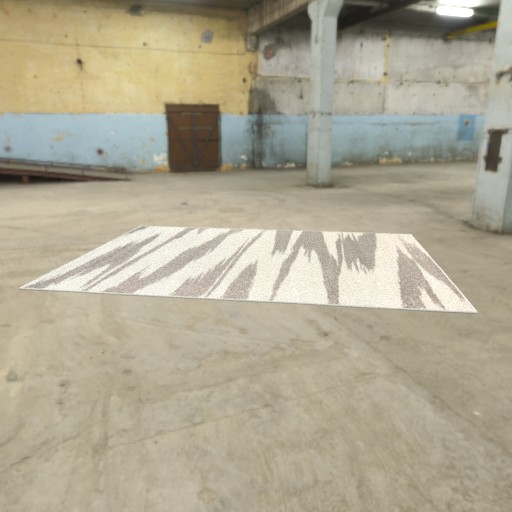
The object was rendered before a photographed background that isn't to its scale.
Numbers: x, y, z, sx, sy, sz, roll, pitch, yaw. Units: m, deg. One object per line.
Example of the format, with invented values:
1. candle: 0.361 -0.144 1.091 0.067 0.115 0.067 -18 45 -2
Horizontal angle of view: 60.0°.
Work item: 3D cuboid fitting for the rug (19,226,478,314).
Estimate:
1. rug: 0.000 0.000 2.758 2.142 0.010 1.533 2 16 8
